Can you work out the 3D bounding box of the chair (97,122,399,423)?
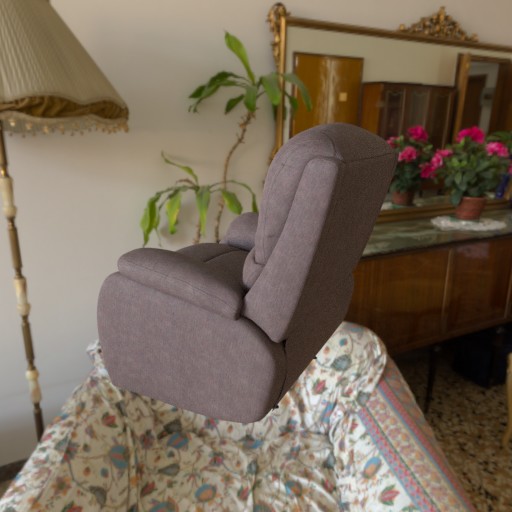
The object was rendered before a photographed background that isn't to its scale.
[{"bbox_3d":[0.000,0.000,1.764,0.899,1.011,0.930,8,17,26],"label":"chair"}]
